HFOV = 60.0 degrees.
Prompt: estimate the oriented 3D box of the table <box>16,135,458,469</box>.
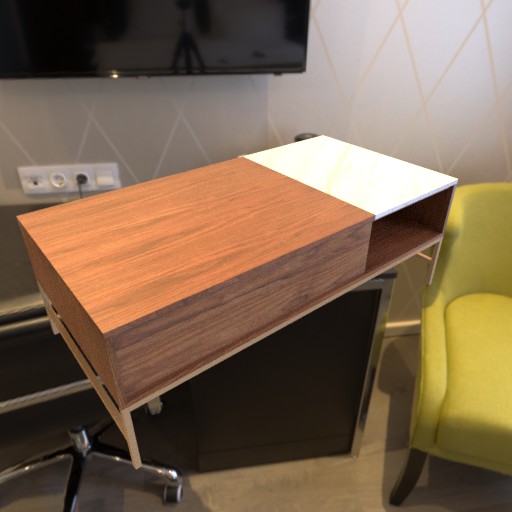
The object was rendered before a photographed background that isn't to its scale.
[{"bbox_3d":[0.000,0.000,1.871,1.553,0.551,0.789,-23,38,-32],"label":"table"}]
